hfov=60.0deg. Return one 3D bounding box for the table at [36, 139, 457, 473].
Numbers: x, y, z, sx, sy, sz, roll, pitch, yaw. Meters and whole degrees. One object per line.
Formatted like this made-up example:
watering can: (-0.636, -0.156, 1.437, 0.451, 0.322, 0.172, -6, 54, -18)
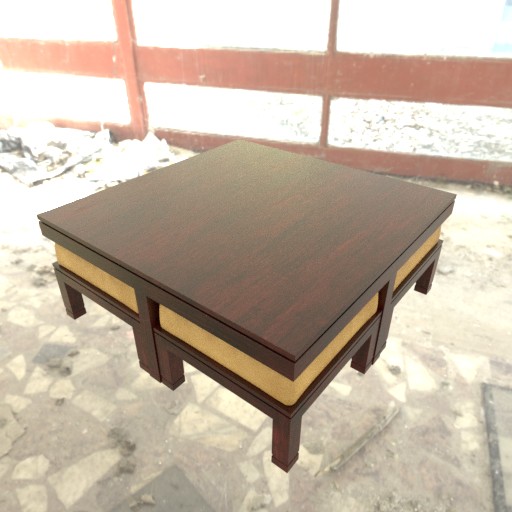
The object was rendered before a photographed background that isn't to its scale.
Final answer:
table: (0.000, 0.000, 1.378, 0.865, 0.356, 0.865, 23, 39, 32)
